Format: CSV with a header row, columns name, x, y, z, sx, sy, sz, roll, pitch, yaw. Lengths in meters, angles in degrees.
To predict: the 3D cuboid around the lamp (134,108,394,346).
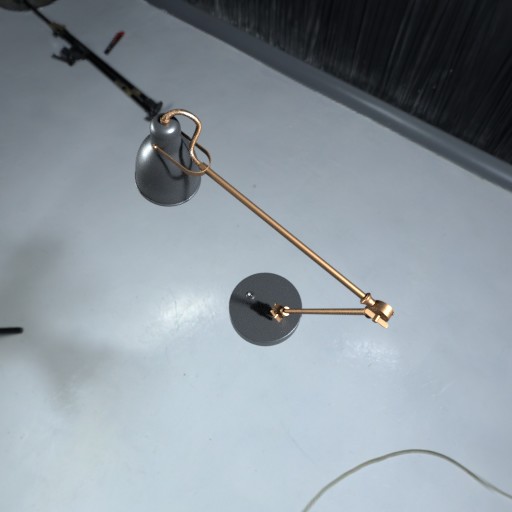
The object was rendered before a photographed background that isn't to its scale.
name,x,y,z,sx,sy,sz,roll,pitch,yaw
lamp,0.000,0.000,0.900,0.561,0.587,0.187,34,69,15
